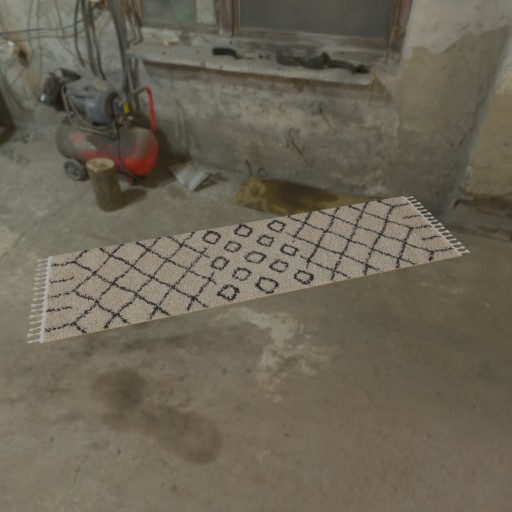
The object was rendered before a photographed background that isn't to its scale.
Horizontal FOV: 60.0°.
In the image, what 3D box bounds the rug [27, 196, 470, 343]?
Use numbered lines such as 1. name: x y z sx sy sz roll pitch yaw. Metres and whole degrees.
1. rug: 0.000 0.000 2.603 2.464 0.005 0.660 -11 42 -12
